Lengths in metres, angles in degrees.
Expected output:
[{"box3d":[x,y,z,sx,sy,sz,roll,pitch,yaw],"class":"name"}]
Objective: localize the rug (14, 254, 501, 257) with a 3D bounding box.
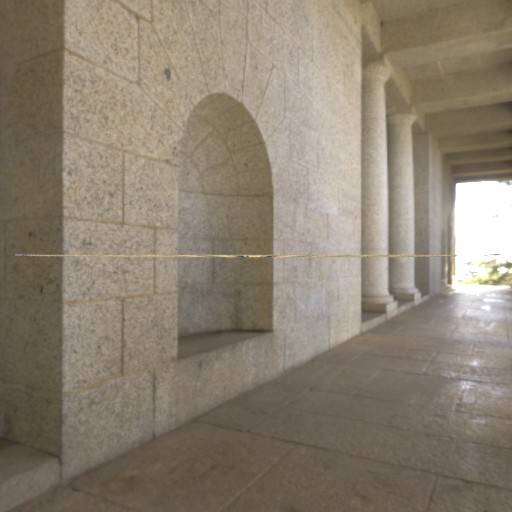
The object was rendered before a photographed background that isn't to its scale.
[{"box3d":[0.000,0.000,2.510,2.108,0.009,1.248,0,0,0],"class":"rug"}]
